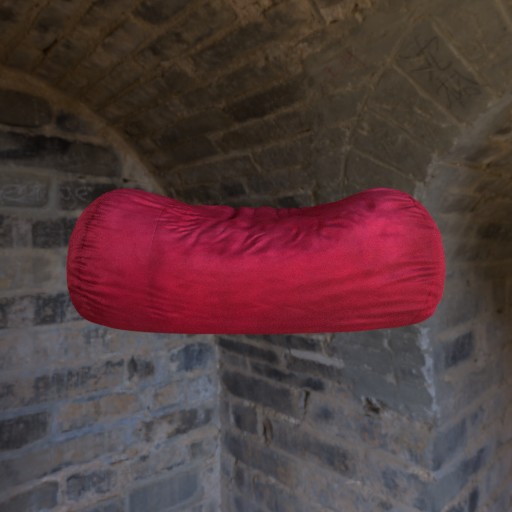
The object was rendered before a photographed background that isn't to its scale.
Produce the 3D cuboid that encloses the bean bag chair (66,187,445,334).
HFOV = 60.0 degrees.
[{"bbox_3d":[0.000,0.000,2.844,2.293,0.867,1.216,0,1,0],"label":"bean bag chair"}]
